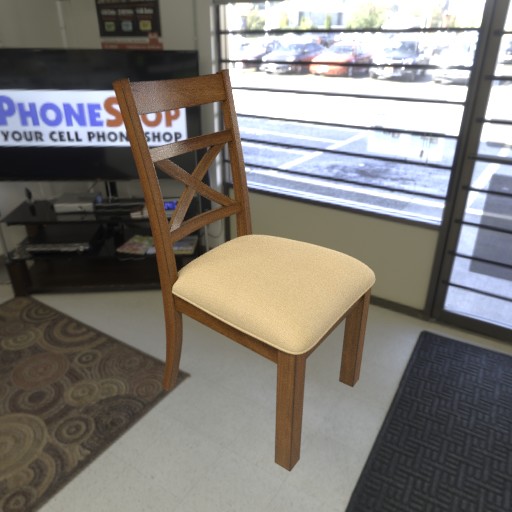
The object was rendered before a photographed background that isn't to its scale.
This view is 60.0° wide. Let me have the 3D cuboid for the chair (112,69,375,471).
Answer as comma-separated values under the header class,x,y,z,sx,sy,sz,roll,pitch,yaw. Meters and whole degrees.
class,x,y,z,sx,sy,sz,roll,pitch,yaw
chair,0.000,0.000,1.270,0.581,0.949,0.461,18,32,32
